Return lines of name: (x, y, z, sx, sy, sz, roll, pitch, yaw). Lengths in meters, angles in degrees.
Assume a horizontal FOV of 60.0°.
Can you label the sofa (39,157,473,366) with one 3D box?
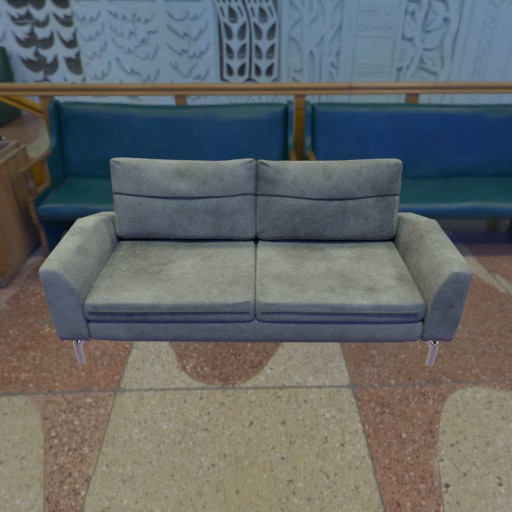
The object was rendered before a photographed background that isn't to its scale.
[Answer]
sofa: (0.000, 0.000, 2.283, 1.837, 0.859, 0.849, 0, 30, 0)
